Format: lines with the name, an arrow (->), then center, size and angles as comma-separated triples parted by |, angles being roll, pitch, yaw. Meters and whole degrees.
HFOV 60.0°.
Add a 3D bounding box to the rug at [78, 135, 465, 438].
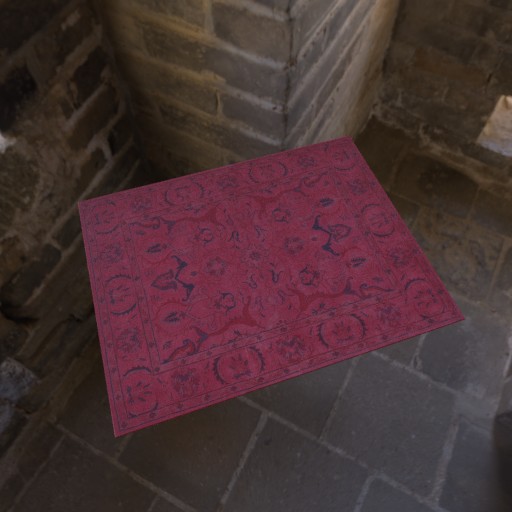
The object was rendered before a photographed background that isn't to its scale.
rug -> 0.000, 0.000, 4.038 | 2.929, 0.012, 2.300 | -16, 60, -10
